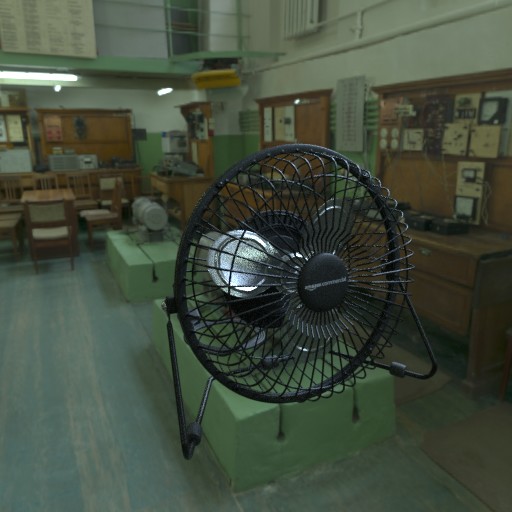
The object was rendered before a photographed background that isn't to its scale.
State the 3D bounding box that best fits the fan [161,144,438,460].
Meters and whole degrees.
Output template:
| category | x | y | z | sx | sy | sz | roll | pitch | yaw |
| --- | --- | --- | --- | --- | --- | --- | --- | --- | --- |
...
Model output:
| category | x | y | z | sx | sy | sz | roll | pitch | yaw |
| --- | --- | --- | --- | --- | --- | --- | --- | --- | --- |
| fan | 0.000 | 0.000 | 0.377 | 0.209 | 0.188 | 0.227 | -8 | 17 | -26 |
